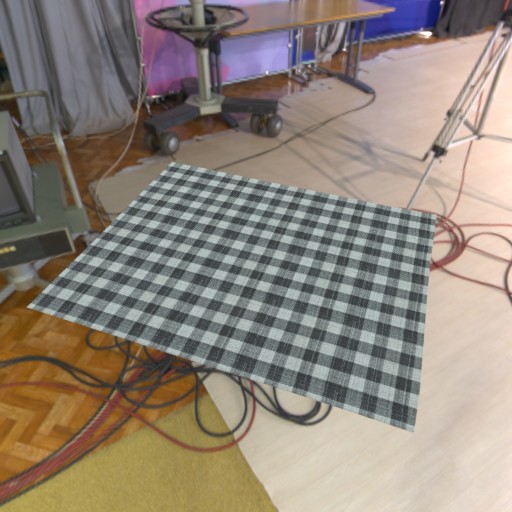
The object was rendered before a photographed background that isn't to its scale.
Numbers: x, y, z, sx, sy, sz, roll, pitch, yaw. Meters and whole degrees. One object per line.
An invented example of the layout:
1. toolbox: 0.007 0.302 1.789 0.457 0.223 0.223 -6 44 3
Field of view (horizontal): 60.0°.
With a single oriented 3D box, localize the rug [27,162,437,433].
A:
1. rug: 0.000 0.000 4.010 3.021 0.013 2.432 14 44 15
